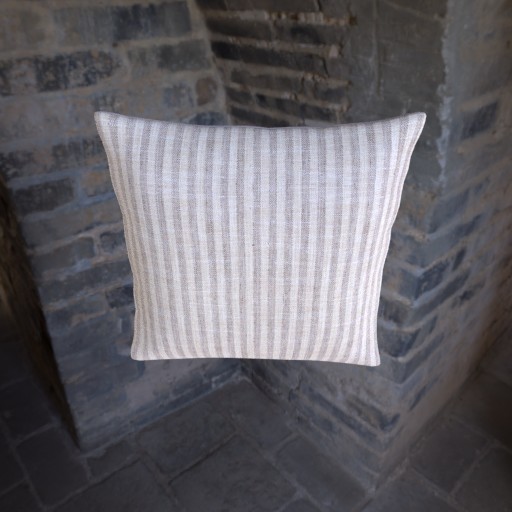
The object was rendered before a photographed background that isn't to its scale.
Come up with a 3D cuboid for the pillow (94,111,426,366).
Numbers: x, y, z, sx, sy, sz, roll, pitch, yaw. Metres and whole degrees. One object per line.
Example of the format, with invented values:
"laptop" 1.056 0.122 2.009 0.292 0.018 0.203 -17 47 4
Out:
"pillow" 0.000 0.000 0.809 0.523 0.510 0.166 1 30 1
